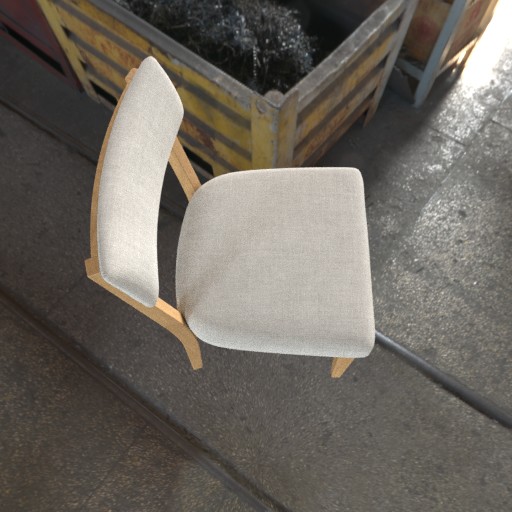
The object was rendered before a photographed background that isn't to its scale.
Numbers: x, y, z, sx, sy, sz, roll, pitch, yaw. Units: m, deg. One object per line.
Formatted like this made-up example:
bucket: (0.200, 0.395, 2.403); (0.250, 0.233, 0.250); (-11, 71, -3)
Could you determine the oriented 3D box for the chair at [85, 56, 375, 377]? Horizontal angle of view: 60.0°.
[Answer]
chair: (0.000, 0.000, 1.147); (0.572, 0.832, 0.508); (2, 65, 1)
